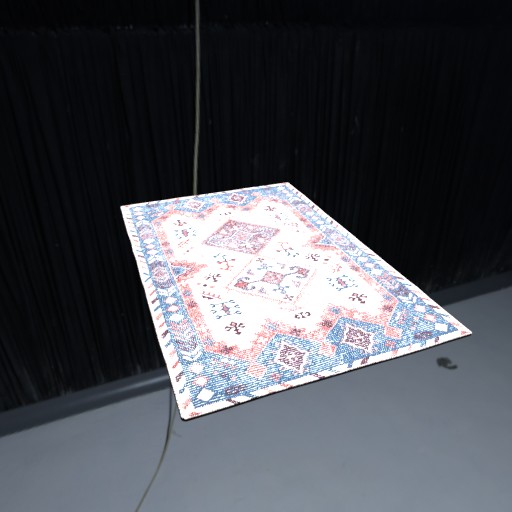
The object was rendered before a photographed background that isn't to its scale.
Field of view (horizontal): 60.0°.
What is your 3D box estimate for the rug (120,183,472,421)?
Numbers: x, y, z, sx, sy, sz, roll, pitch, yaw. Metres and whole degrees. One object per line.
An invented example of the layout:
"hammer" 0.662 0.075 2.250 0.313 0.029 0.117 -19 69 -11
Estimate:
"rug" 0.000 0.000 2.377 1.225 0.015 1.840 -11 32 -18
